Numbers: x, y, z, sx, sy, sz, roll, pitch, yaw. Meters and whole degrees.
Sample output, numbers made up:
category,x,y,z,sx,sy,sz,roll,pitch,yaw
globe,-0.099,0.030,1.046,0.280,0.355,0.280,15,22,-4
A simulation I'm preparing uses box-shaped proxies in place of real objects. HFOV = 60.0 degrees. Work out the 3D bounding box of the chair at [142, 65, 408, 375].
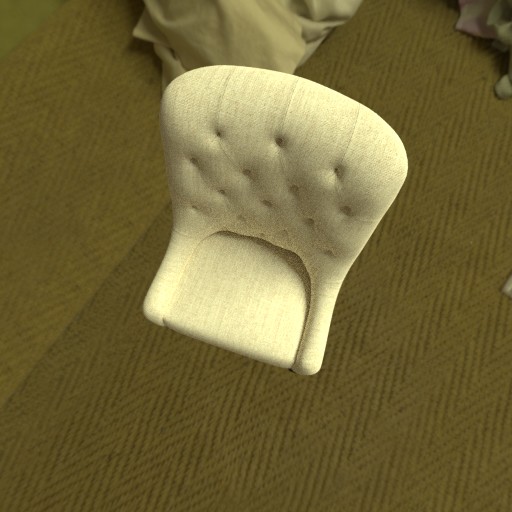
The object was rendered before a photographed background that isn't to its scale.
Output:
category,x,y,z,sx,sy,sz,roll,pitch,yaw
chair,0.000,0.000,1.460,0.634,1.091,0.629,18,77,4
